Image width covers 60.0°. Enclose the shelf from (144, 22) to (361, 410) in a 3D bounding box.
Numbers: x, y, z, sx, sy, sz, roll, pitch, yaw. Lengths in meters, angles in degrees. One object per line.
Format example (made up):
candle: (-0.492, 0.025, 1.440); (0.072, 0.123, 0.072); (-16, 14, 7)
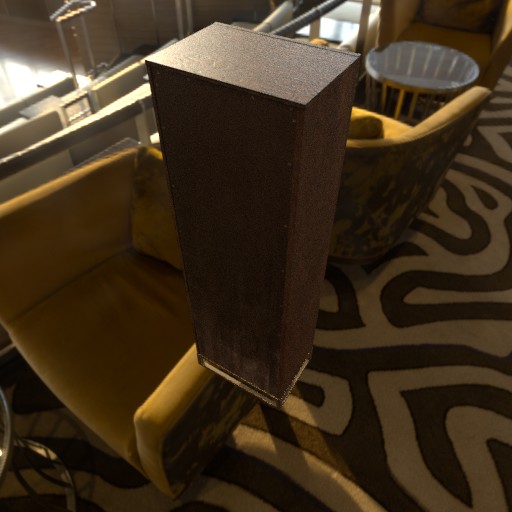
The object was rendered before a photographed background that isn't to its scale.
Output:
shelf: (0.000, 0.000, 1.954); (0.539, 1.732, 0.395); (24, 50, 21)
